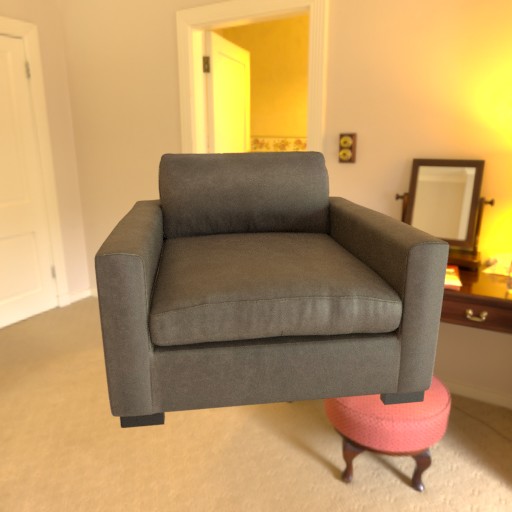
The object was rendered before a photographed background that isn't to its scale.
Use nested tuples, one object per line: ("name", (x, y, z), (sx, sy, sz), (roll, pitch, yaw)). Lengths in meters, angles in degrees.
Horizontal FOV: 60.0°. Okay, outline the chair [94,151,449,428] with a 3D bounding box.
("chair", (0.000, 0.000, 1.822), (1.106, 0.807, 1.080), (-2, 16, -8))
